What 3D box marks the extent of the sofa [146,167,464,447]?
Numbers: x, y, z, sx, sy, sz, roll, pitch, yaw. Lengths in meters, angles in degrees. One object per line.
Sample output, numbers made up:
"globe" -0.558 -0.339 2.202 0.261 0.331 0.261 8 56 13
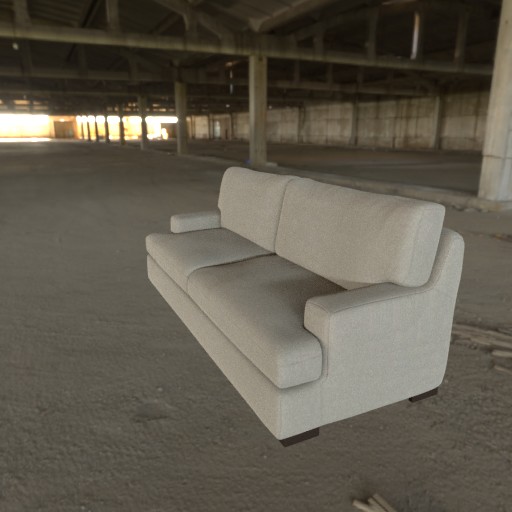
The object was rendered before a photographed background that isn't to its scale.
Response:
"sofa" 0.000 0.000 2.870 0.962 0.980 2.354 -8 18 -25
